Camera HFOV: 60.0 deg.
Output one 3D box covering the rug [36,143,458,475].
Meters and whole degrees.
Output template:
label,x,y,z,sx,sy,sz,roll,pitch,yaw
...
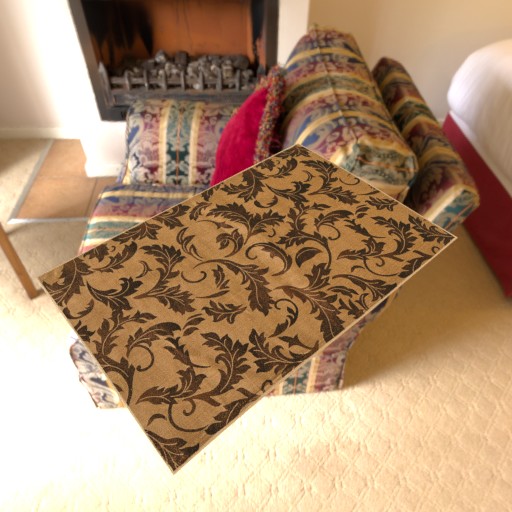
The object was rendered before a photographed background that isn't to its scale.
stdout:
label,x,y,z,sx,sy,sz,roll,pitch,yaw
rug,0.000,0.000,2.848,2.284,0.008,1.522,-32,55,-27
